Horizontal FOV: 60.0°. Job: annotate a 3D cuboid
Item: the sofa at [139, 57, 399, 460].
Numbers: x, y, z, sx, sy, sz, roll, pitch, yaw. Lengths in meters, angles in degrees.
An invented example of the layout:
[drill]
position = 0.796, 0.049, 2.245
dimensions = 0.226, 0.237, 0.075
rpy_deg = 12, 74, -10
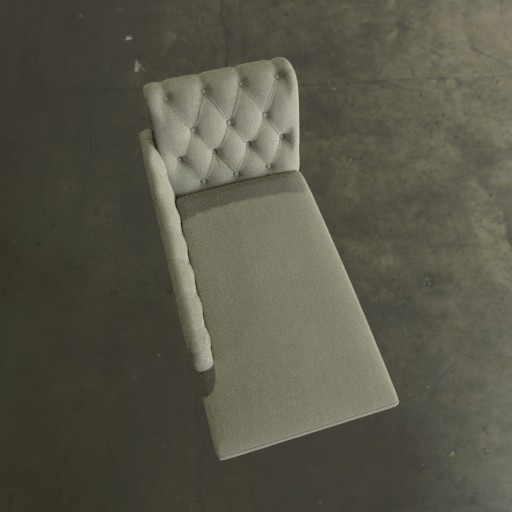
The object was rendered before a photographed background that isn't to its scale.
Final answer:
[sofa]
position = 0.000, 0.000, 1.791
dimensions = 0.675, 0.787, 1.379
rpy_deg = -14, 64, -7
